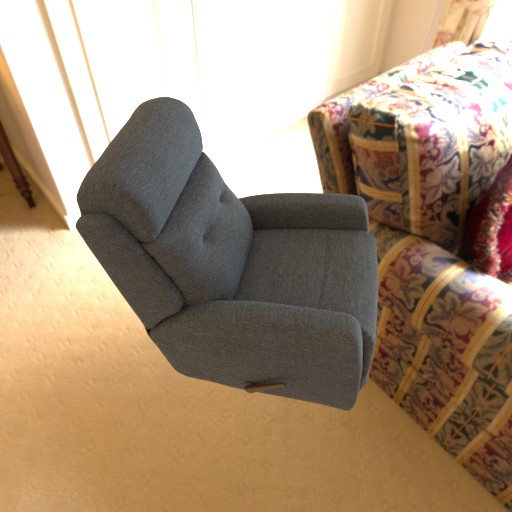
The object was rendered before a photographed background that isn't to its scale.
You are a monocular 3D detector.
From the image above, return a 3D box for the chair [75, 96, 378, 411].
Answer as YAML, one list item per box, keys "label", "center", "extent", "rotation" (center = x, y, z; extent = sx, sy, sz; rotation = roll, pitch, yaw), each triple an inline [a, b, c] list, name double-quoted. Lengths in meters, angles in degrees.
- label: "chair"
  center: [0.000, 0.000, 1.756]
  extent: [1.043, 1.013, 0.798]
  rotation: [9, 47, 8]
